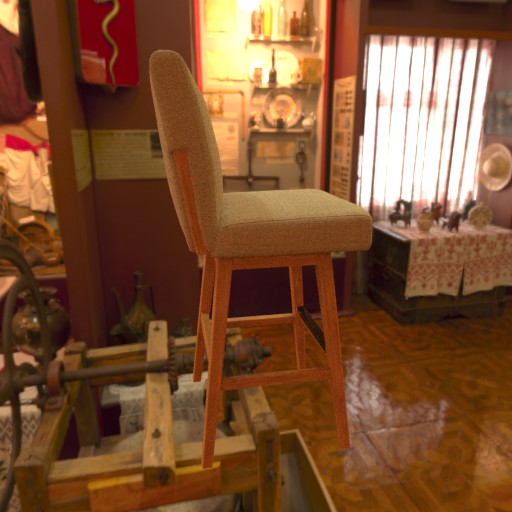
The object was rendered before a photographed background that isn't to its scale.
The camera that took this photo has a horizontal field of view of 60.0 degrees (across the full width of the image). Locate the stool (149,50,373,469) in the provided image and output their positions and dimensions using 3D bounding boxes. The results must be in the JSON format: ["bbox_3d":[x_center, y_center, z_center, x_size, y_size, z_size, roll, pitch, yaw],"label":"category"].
[{"bbox_3d":[0.000,0.000,1.371,0.569,1.106,0.483,-3,17,-11],"label":"stool"}]
